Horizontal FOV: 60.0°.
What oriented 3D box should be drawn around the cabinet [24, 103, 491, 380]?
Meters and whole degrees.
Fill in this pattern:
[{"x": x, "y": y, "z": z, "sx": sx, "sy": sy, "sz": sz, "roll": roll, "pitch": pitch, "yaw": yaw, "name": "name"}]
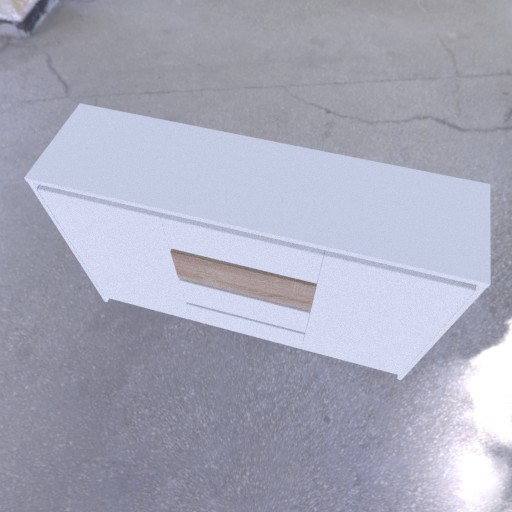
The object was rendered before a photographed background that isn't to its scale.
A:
[{"x": 0.000, "y": 0.000, "z": 1.805, "sx": 1.450, "sy": 0.900, "sz": 0.380, "roll": 13, "pitch": 59, "yaw": 8, "name": "cabinet"}]
